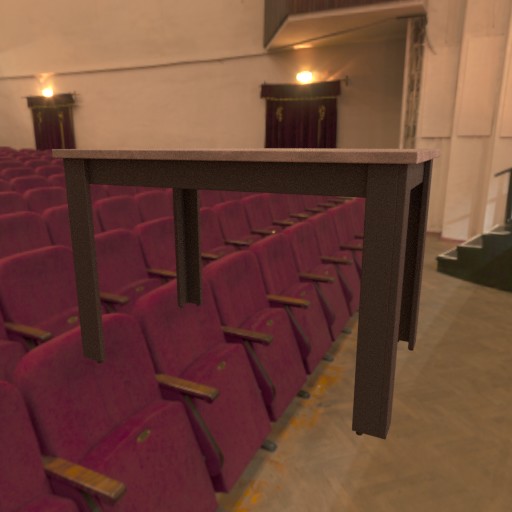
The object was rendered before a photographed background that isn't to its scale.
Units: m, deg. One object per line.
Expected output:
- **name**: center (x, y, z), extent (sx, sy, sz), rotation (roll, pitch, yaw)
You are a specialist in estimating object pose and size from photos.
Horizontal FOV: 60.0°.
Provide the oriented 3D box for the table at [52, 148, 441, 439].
- **table**: center (0.000, 0.000, 1.567), extent (1.100, 0.734, 0.700), rotation (7, 16, 25)
